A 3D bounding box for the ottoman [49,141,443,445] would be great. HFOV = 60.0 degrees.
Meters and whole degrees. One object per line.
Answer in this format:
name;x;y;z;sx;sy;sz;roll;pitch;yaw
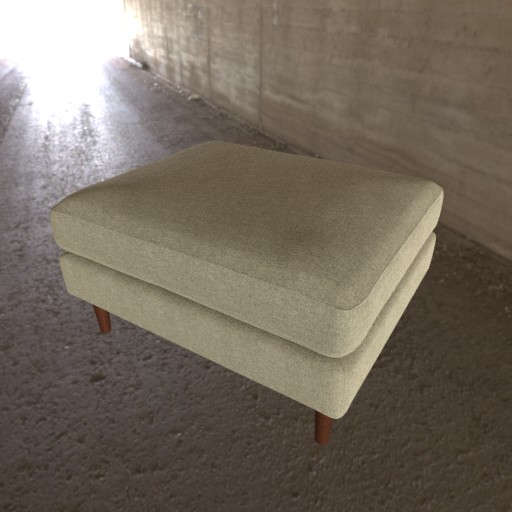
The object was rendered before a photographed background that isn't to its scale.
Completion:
ottoman;0.000;0.000;1.244;0.821;0.474;0.693;18;34;28
